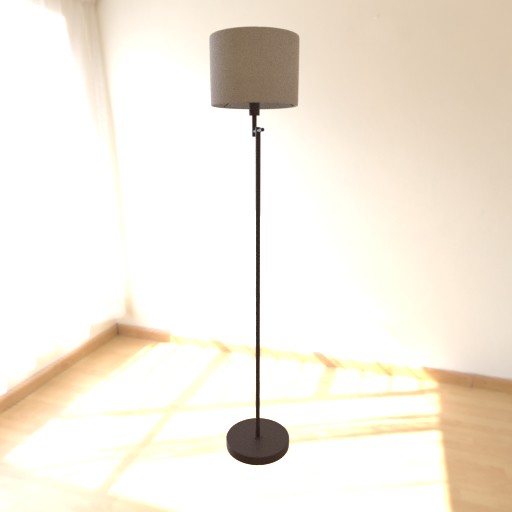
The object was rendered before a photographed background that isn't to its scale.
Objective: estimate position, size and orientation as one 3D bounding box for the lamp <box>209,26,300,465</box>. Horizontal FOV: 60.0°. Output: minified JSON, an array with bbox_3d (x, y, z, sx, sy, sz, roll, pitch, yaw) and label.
[{"bbox_3d":[0.000,0.000,1.750,0.324,1.600,0.416,-2,14,-7],"label":"lamp"}]
